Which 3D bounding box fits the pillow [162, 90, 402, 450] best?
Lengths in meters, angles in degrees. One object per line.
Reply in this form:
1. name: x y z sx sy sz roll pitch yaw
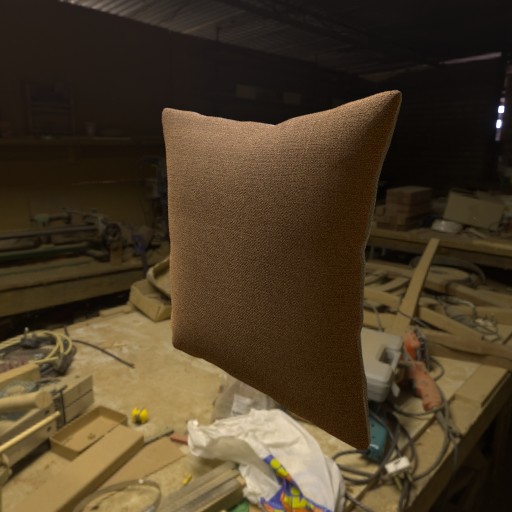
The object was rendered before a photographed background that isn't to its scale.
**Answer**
1. pillow: 0.000 0.000 0.656 0.432 0.437 0.147 13 19 43
